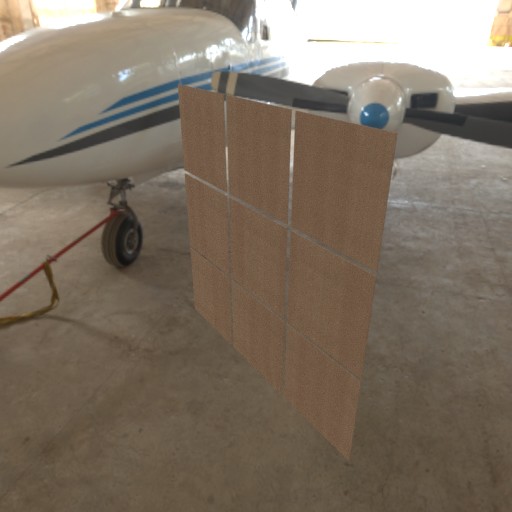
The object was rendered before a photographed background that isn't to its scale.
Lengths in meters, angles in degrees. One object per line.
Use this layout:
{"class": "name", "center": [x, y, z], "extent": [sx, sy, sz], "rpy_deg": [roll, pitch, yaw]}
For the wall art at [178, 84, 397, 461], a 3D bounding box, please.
{"class": "wall art", "center": [0.000, 0.000, 2.261], "extent": [0.002, 1.505, 1.517], "rpy_deg": [-18, 33, -30]}
